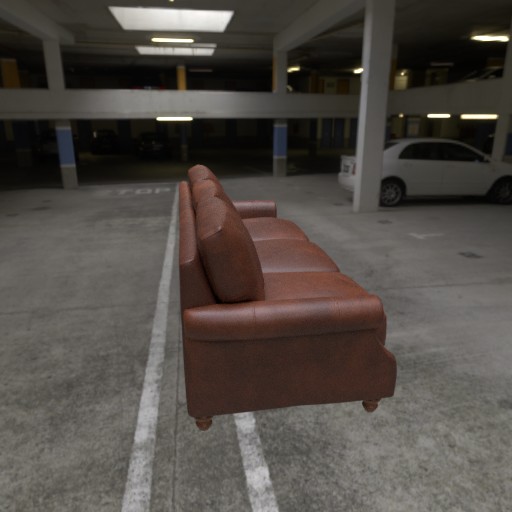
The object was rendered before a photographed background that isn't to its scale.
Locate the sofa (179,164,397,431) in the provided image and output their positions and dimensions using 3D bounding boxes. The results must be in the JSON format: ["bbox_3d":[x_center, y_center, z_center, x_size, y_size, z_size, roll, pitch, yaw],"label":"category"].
[{"bbox_3d":[0.000,0.000,2.893,0.973,0.977,2.351,-3,18,-9],"label":"sofa"}]
